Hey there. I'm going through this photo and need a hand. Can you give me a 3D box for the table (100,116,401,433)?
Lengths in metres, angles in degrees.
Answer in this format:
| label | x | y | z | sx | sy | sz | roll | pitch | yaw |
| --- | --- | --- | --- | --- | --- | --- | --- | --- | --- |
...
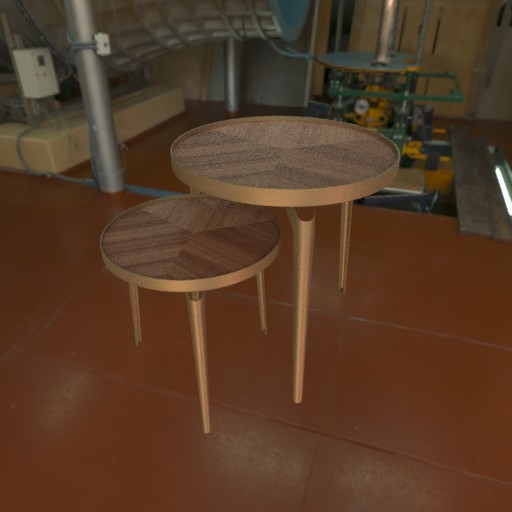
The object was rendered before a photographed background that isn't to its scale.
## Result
| label | x | y | z | sx | sy | sz | roll | pitch | yaw |
| --- | --- | --- | --- | --- | --- | --- | --- | --- | --- |
| table | 0.000 | 0.000 | 1.149 | 0.751 | 0.555 | 0.532 | -22 | 38 | -31 |
